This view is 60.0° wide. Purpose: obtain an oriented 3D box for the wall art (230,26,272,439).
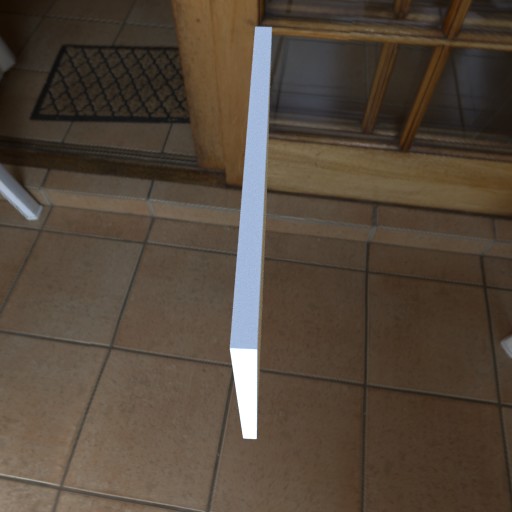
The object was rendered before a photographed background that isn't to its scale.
[{"bbox_3d":[0.000,0.000,1.140,0.038,0.761,0.763,2,59,1],"label":"wall art"}]
